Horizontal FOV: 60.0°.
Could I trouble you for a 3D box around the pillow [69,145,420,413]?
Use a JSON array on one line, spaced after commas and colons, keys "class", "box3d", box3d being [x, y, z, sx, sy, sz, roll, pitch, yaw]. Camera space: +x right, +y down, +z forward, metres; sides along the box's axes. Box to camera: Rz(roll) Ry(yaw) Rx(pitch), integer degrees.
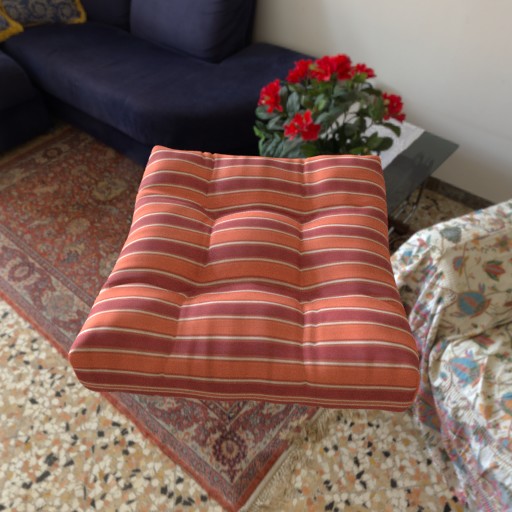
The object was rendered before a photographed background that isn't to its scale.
[{"class": "pillow", "box3d": [0.000, 0.000, 0.739, 0.468, 0.133, 0.490, 3, 48, 3]}]
